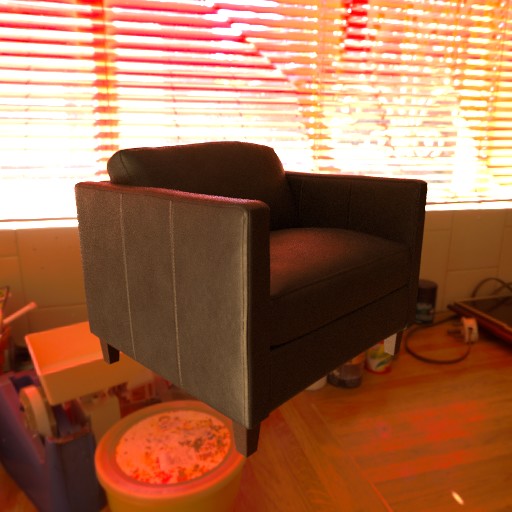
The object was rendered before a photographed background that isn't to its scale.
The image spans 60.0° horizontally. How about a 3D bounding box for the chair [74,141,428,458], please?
[{"bbox_3d":[0.000,0.000,1.607,0.862,0.811,0.939,14,20,42],"label":"chair"}]
